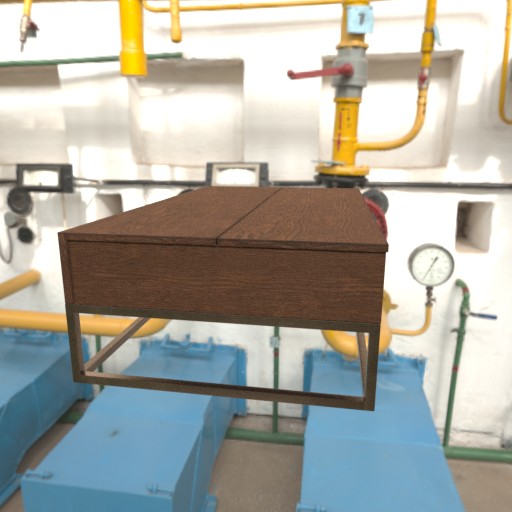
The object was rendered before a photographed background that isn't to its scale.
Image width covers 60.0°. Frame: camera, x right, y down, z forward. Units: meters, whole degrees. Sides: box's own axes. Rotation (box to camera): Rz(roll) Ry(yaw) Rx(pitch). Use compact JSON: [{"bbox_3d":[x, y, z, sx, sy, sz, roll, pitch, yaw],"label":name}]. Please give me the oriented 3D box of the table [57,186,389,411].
[{"bbox_3d":[0.000,0.000,1.507,0.719,0.361,1.167,2,14,10],"label":"table"}]
